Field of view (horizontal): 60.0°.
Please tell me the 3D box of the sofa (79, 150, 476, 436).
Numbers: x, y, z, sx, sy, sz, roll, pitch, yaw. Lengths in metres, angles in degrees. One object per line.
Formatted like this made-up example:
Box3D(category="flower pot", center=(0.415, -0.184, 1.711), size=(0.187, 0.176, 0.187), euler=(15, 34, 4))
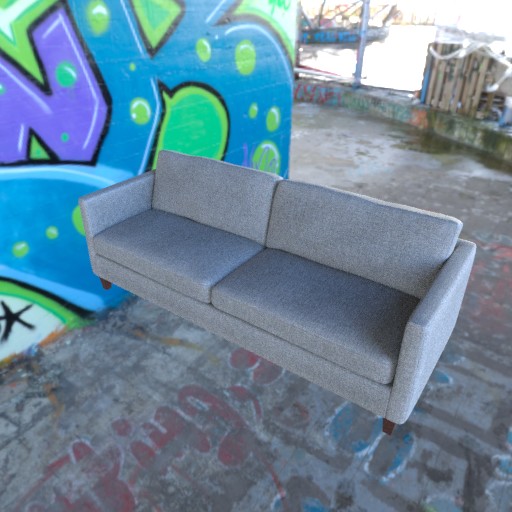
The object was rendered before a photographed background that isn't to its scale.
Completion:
Box3D(category="sofa", center=(0.000, 0.000, 2.911), size=(2.434, 0.951, 0.948), euler=(20, 36, 30))
